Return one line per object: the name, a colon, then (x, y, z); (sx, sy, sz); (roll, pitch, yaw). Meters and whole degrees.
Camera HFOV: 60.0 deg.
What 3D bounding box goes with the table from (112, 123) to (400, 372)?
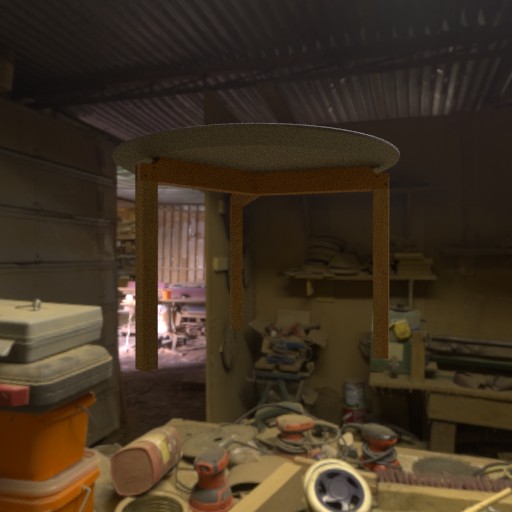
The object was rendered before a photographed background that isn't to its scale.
table: (0.000, 0.000, 0.973); (0.600, 0.405, 0.600); (0, 0, 0)
